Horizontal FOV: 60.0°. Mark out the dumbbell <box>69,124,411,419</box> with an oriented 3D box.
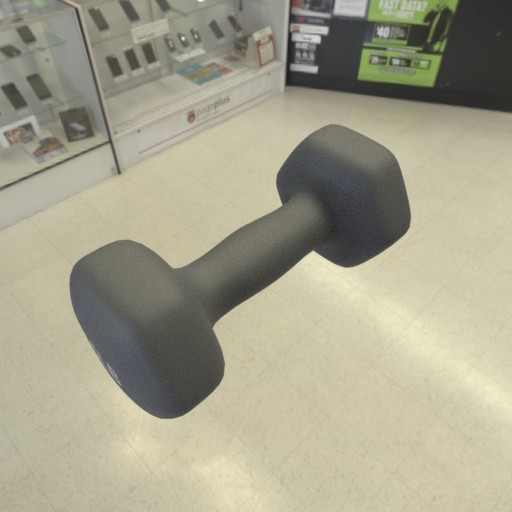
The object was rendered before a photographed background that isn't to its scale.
[{"bbox_3d":[0.000,0.000,0.309,0.240,0.105,0.116,-33,55,-28],"label":"dumbbell"}]
